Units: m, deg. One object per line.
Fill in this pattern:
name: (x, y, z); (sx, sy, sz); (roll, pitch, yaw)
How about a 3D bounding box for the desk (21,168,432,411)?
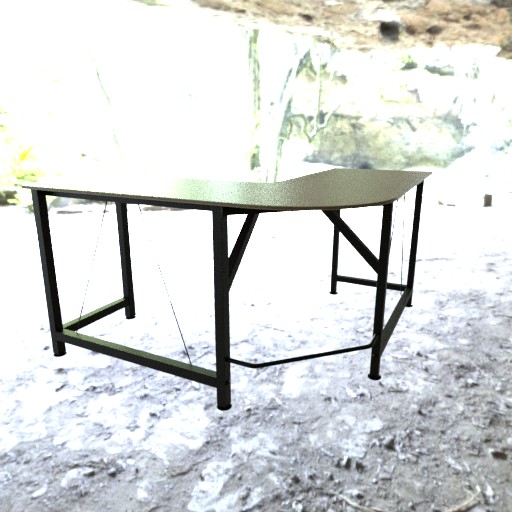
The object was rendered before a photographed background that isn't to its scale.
desk: (0.000, 0.000, 2.176); (1.400, 0.762, 1.400); (8, 18, 26)
